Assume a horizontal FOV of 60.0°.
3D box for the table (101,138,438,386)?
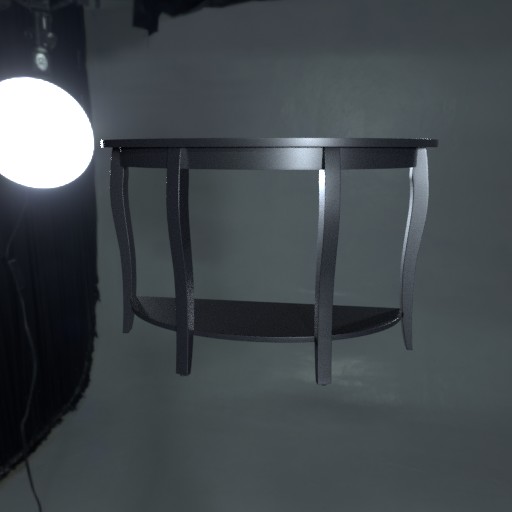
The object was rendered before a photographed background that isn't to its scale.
[{"bbox_3d":[0.000,0.000,1.532,1.219,0.780,0.394,2,14,8],"label":"table"}]
